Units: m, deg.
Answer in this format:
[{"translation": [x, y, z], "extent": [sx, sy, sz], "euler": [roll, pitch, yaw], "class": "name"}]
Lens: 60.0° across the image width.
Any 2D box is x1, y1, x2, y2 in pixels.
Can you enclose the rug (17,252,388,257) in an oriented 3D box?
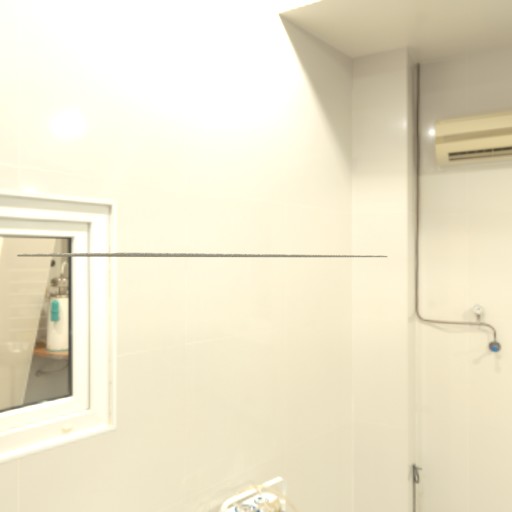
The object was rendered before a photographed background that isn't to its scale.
[{"translation": [0.000, 0.000, 2.383], "extent": [0.662, 0.011, 2.196], "euler": [0, 0, 36], "class": "rug"}]
